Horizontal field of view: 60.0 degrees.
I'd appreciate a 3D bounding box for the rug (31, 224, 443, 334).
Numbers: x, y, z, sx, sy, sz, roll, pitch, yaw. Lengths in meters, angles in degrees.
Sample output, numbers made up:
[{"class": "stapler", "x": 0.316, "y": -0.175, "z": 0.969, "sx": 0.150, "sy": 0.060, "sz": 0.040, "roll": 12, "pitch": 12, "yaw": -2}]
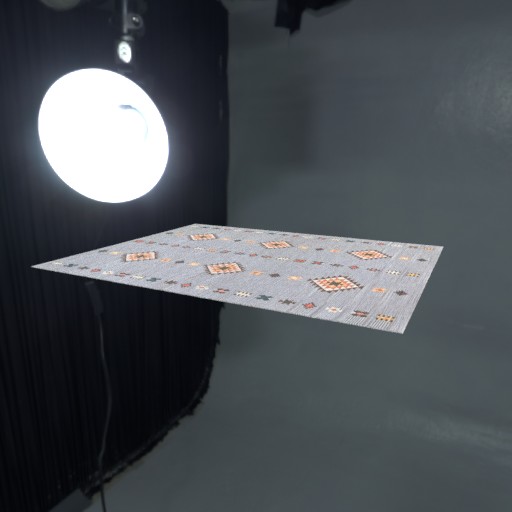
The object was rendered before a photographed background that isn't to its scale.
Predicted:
[{"class": "rug", "x": 0.000, "y": 0.000, "z": 4.125, "sx": 3.035, "sy": 0.008, "sz": 2.425, "roll": 7, "pitch": 15, "yaw": 26}]
